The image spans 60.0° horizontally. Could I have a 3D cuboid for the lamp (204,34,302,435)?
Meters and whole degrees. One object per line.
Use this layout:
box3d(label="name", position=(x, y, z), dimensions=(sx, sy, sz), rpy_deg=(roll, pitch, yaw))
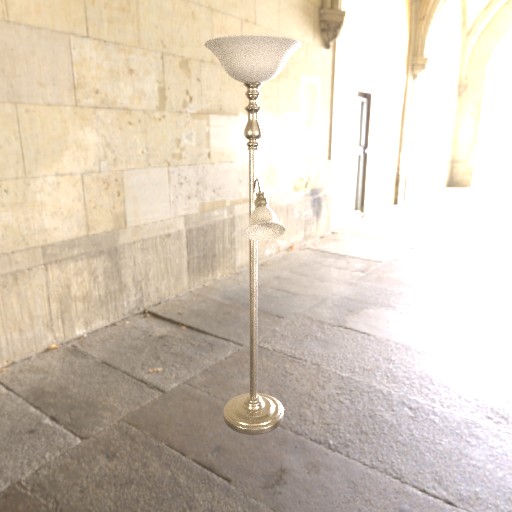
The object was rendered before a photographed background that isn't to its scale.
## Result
box3d(label="lamp", position=(0.000, 0.000, 2.011), dimensions=(0.405, 1.785, 0.575), rpy_deg=(-2, 16, -8))
